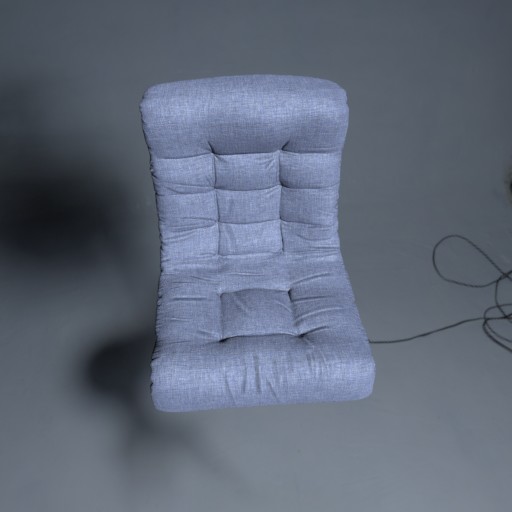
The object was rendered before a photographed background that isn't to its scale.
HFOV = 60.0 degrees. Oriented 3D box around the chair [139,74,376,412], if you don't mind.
[{"bbox_3d":[0.000,0.000,1.231,0.597,0.749,0.668,-3,46,-3],"label":"chair"}]
